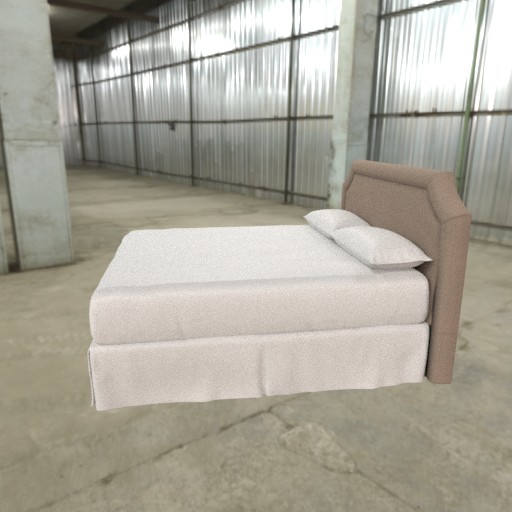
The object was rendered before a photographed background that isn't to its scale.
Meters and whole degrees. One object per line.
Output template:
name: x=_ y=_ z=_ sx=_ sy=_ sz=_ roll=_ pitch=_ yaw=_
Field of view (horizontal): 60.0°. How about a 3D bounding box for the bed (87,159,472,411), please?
bed: x=0.000 y=0.000 z=3.250 sx=2.164 sy=1.303 sz=1.828 roll=-2 pitch=15 yaw=-9
